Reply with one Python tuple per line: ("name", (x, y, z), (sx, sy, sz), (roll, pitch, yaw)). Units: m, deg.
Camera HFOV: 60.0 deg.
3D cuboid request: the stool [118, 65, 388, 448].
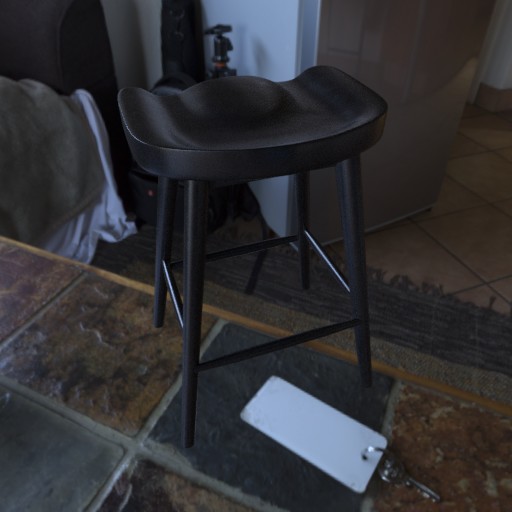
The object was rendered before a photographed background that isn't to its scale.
("stool", (0.000, 0.000, 0.879), (0.440, 0.615, 0.361), (-13, 42, -15))
